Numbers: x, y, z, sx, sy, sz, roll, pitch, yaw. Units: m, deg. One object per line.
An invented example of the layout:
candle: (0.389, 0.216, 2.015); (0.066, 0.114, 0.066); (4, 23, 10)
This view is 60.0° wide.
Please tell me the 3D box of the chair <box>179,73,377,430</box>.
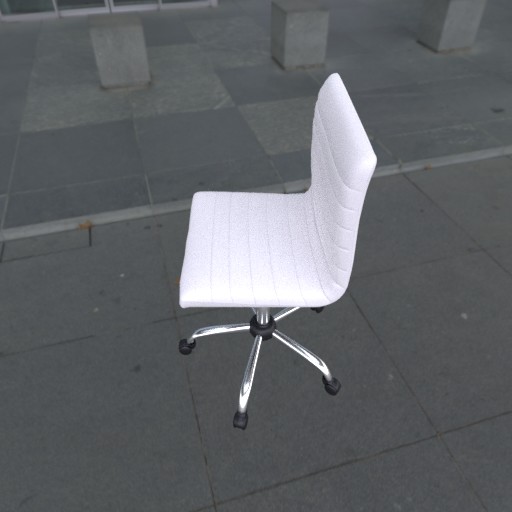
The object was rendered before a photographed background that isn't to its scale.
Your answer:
chair: (0.000, 0.000, 1.072); (0.455, 0.750, 0.520); (-1, 42, -1)
